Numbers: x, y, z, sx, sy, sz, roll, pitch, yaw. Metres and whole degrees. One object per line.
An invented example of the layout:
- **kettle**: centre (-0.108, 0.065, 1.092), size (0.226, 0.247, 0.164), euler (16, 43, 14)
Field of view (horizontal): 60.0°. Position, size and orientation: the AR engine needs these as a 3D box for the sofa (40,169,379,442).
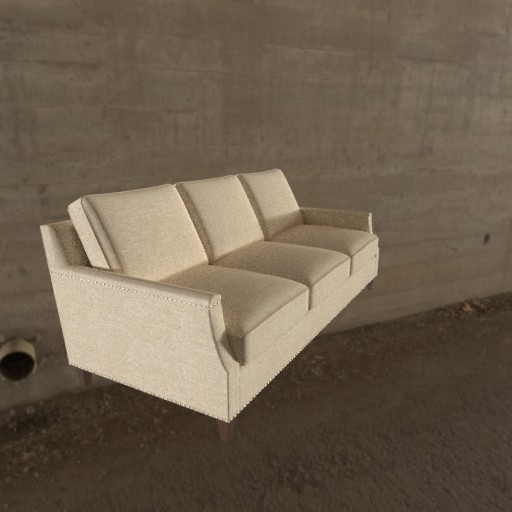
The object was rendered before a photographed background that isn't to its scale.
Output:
- **sofa**: centre (0.000, 0.000, 2.804), size (1.041, 0.940, 2.210), euler (8, 17, 28)
